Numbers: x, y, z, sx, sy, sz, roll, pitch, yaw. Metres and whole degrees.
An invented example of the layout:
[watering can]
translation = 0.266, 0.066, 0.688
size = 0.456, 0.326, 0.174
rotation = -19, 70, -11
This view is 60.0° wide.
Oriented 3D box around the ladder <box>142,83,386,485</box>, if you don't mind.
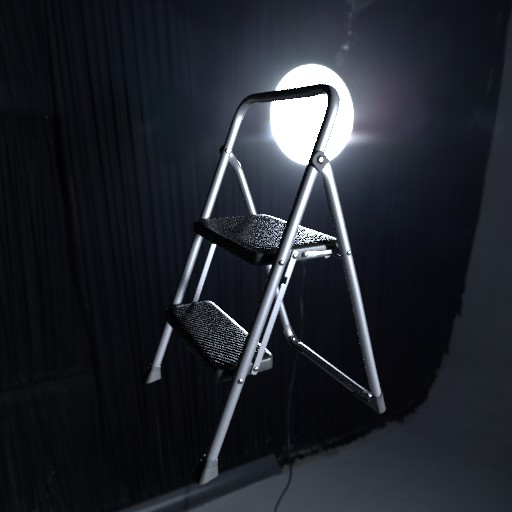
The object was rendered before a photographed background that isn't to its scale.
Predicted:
[ladder]
translation = 0.000, 0.000, 1.011
size = 0.472, 0.720, 0.430
rotation = -8, 18, -27
